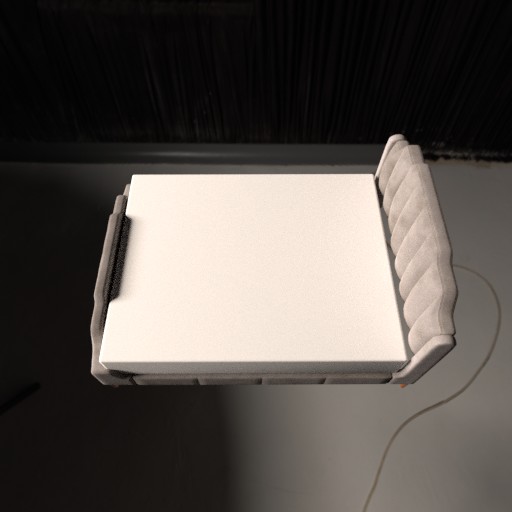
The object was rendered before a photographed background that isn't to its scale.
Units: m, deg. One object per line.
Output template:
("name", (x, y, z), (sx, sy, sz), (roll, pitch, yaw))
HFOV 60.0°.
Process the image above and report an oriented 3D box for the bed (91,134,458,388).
("bed", (0.000, 0.000, 3.315), (2.340, 1.245, 1.676), (0, 59, 0))
